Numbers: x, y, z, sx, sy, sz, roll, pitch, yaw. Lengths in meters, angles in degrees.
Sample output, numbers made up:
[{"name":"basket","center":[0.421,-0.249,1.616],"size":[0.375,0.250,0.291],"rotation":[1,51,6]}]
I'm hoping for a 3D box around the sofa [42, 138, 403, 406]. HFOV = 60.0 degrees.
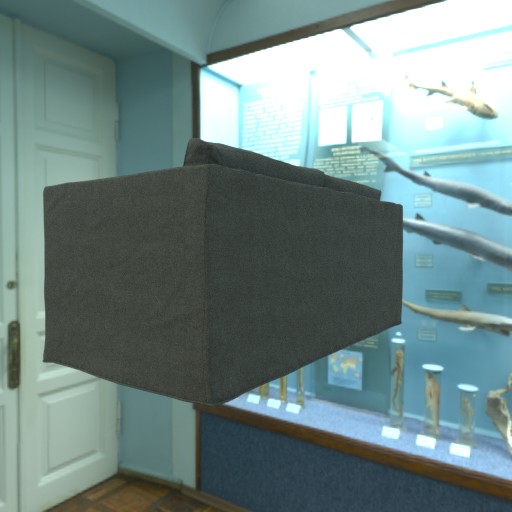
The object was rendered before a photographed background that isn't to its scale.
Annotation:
[{"name":"sofa","center":[0.000,0.000,2.288],"size":[0.974,0.854,1.802],"rotation":[1,2,36]}]
